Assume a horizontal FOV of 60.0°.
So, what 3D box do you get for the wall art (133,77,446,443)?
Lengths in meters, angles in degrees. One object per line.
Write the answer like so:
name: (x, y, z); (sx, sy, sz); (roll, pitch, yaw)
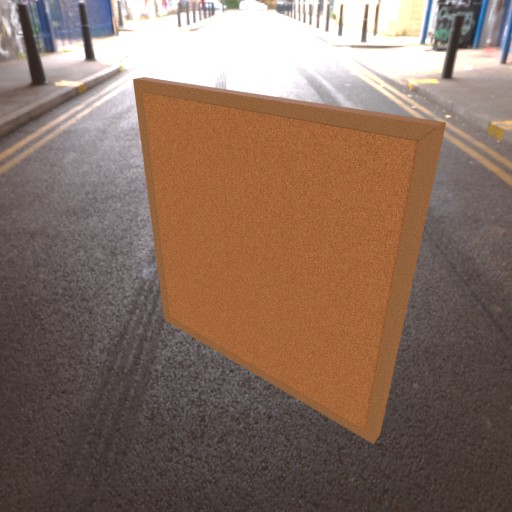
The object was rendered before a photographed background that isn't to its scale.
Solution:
wall art: (0.000, 0.000, 1.102); (0.761, 0.761, 0.037); (22, 37, 33)
